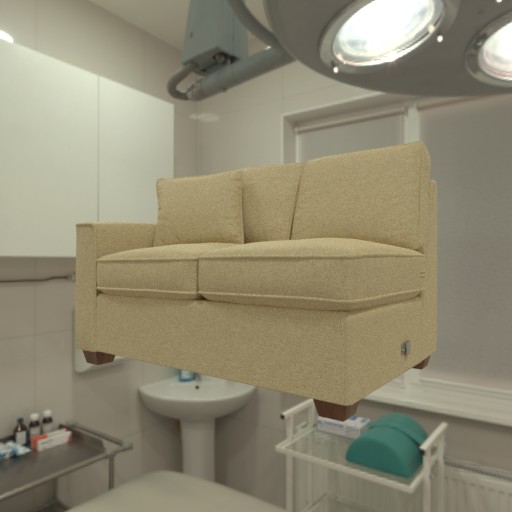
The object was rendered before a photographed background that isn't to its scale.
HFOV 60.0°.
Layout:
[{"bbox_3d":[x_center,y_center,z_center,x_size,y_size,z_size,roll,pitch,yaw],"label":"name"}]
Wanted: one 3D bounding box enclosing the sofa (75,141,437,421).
[{"bbox_3d":[0.000,0.000,2.019,1.388,0.989,0.991,0,0,36],"label":"sofa"}]
